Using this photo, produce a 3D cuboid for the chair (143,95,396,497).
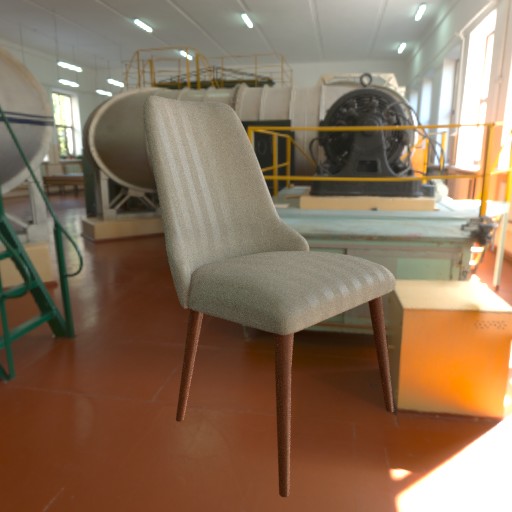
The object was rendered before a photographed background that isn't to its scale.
[{"bbox_3d":[0.000,0.000,1.292,0.526,0.917,0.684,-13,18,-43],"label":"chair"}]
